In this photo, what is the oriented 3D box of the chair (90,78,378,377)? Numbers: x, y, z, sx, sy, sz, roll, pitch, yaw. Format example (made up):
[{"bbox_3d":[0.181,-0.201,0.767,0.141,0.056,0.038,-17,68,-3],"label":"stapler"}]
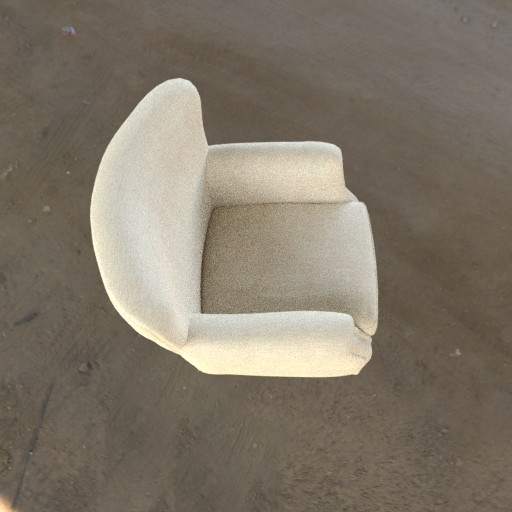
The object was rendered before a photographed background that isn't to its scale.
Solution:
[{"bbox_3d":[0.000,0.000,1.644,0.921,0.936,0.861,2,63,1],"label":"chair"}]
